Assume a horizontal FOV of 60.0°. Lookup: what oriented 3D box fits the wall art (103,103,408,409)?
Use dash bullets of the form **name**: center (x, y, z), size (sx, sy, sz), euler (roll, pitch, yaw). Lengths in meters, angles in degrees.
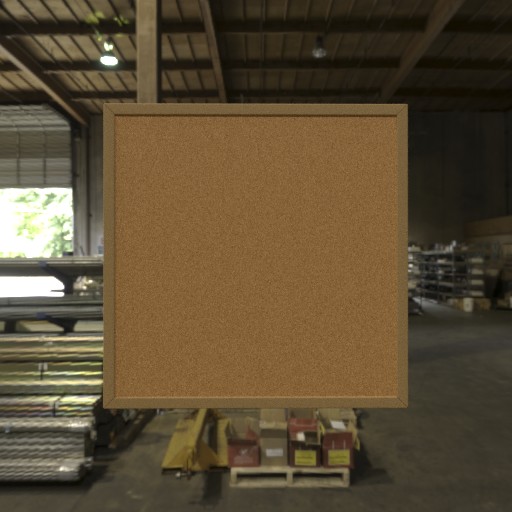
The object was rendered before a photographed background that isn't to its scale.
- **wall art**: center (0.000, 0.000, 1.126), size (0.761, 0.761, 0.037), euler (0, 0, 0)
